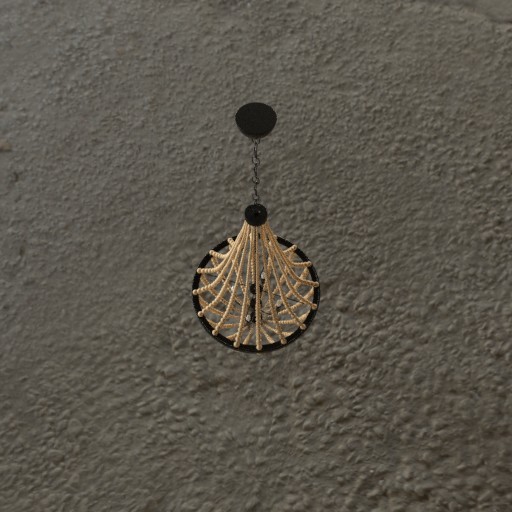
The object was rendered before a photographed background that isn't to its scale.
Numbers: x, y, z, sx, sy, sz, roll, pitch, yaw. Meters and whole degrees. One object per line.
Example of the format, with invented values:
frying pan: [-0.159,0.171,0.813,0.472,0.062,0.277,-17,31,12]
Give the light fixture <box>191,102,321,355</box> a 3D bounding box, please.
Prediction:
light fixture: [0.000,0.000,1.326,0.450,1.133,0.450,0,63,0]
